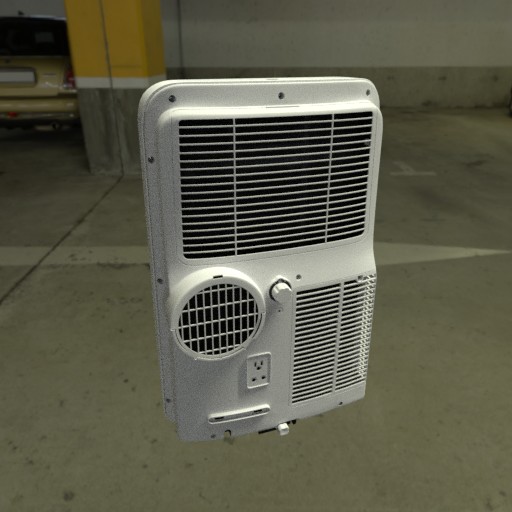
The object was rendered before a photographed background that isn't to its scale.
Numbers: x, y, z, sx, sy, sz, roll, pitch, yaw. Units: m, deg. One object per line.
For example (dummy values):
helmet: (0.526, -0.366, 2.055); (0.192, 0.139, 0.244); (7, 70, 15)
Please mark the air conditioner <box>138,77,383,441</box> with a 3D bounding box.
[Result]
air conditioner: (0.000, 0.000, 0.931); (0.454, 0.700, 0.365); (-8, 26, -17)
